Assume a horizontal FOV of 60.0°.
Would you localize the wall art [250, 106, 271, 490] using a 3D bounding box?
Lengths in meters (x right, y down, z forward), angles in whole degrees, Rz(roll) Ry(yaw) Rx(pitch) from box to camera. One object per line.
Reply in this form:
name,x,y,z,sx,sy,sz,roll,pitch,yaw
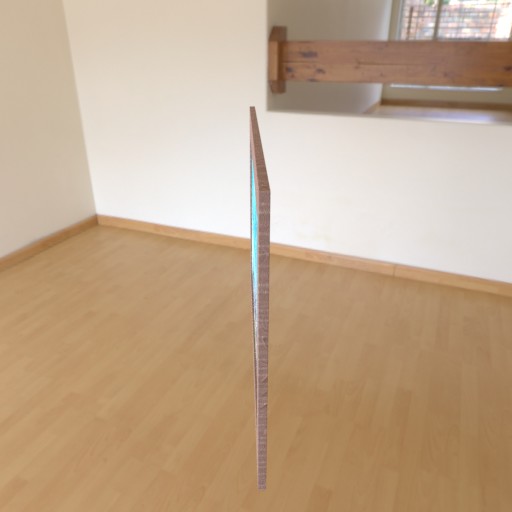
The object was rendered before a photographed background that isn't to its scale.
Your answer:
wall art,0.000,0.000,1.390,0.020,0.761,1.056,-1,26,-1
